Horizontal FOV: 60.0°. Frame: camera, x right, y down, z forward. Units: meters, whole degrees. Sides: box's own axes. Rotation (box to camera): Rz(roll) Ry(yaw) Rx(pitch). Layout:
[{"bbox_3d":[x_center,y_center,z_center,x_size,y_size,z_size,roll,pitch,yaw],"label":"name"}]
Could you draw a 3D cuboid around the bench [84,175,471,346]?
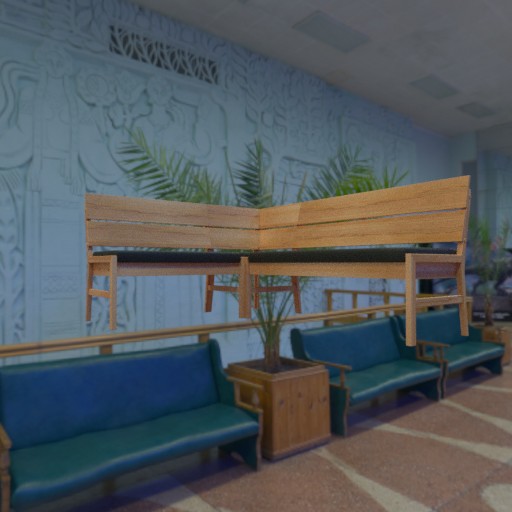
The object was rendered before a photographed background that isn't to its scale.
[{"bbox_3d":[0.000,0.000,2.785,1.548,0.890,1.948,1,-1,-37],"label":"bench"}]
